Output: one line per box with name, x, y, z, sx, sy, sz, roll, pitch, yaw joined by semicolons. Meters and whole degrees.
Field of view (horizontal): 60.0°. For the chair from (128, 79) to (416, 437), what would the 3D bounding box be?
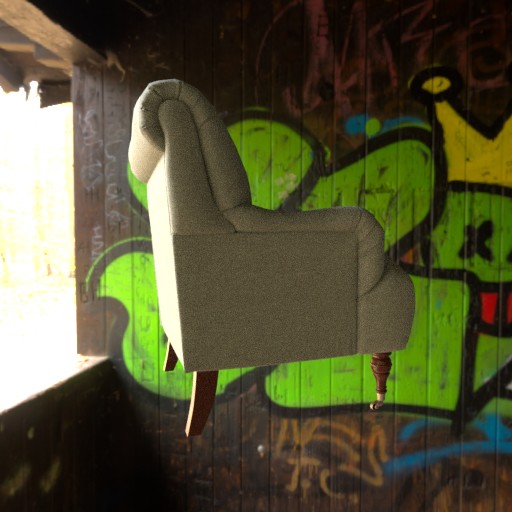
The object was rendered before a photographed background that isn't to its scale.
chair;0.000;0.000;1.961;1.060;1.178;0.964;-1;2;-17
